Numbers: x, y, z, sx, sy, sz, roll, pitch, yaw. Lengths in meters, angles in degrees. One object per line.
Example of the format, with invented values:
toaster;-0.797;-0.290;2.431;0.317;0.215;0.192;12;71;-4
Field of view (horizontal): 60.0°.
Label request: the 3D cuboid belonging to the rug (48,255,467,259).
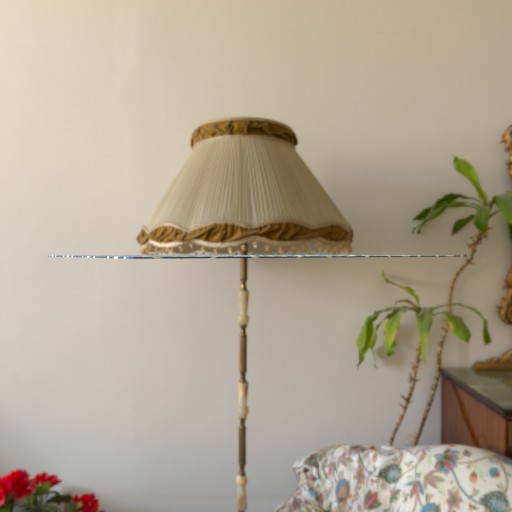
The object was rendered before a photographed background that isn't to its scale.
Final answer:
rug;0.000;0.000;4.373;3.353;0.010;2.438;0;0;-35
